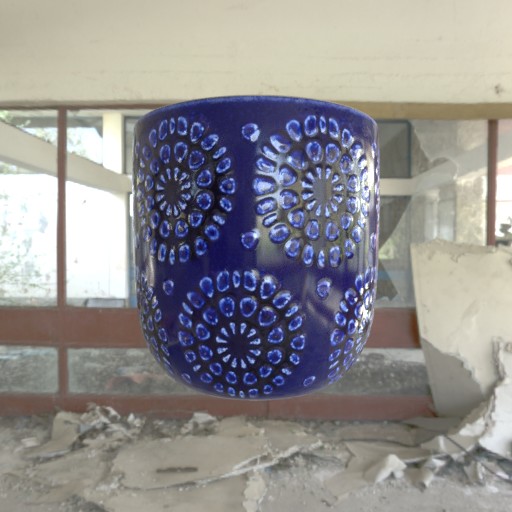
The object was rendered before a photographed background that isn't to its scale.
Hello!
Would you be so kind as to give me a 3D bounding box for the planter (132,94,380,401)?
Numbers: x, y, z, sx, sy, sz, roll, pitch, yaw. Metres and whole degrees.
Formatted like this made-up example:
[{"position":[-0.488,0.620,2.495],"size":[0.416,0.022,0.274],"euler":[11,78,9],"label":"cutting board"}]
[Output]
[{"position":[0.000,0.000,0.203],"size":[0.109,0.112,0.109],"euler":[0,1,0],"label":"planter"}]
